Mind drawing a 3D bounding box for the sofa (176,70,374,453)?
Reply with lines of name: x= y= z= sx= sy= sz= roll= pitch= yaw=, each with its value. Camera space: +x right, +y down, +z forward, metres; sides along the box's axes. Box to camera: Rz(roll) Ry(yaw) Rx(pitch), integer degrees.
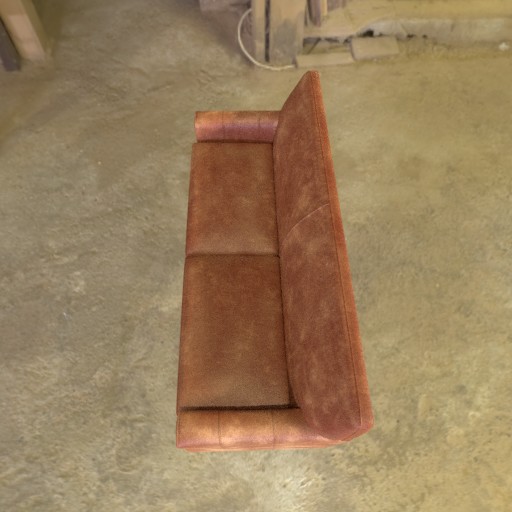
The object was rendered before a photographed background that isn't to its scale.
sofa: x=0.000 y=0.000 z=2.521 sx=0.805 sy=0.947 sz=2.053 roll=-1 pitch=59 yaw=-1
